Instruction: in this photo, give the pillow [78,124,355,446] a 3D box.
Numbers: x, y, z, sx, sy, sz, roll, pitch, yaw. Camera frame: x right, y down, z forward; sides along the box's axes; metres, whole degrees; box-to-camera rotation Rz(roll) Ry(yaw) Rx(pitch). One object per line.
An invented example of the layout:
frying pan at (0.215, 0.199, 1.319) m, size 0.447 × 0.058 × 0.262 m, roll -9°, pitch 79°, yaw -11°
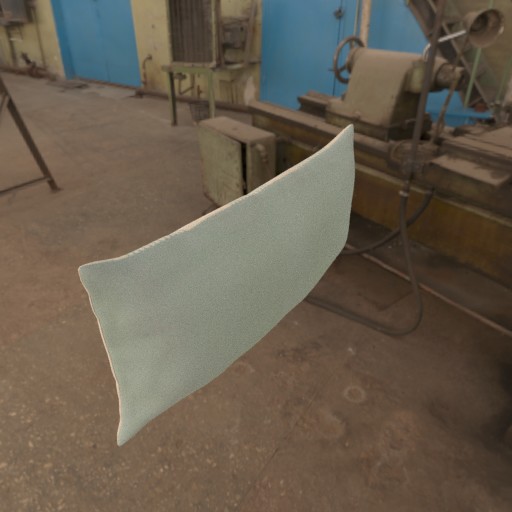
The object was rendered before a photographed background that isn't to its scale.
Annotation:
pillow at (0.000, 0.000, 0.713) m, size 0.151 × 0.287 × 0.610 m, roll 21°, pitch 38°, yaw 30°
